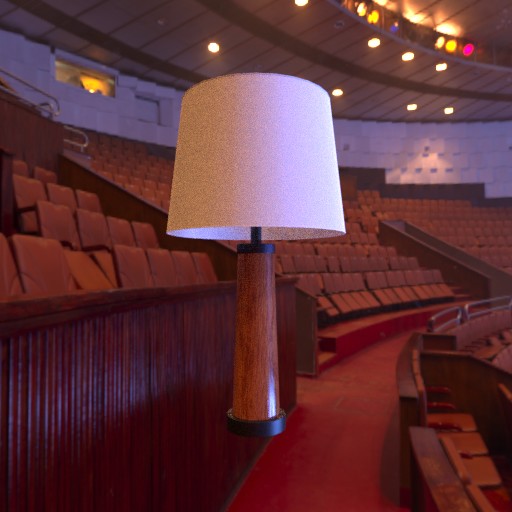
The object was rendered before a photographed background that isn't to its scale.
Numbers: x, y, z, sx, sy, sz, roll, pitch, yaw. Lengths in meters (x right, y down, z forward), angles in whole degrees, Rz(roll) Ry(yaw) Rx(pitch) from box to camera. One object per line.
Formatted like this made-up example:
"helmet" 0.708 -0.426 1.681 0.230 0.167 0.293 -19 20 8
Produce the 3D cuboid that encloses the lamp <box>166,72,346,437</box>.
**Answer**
"lamp" 0.000 0.000 0.876 0.349 0.667 0.349 0 -2 0
